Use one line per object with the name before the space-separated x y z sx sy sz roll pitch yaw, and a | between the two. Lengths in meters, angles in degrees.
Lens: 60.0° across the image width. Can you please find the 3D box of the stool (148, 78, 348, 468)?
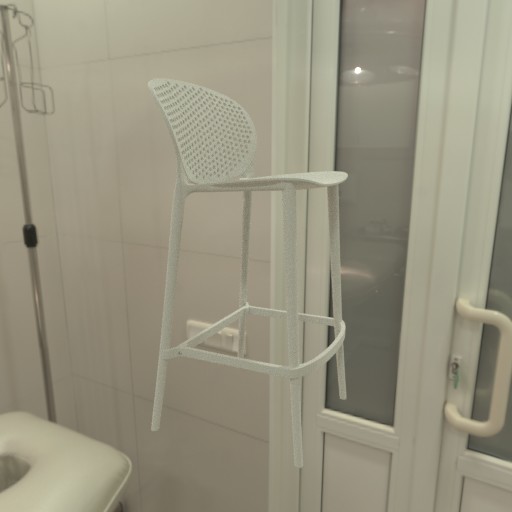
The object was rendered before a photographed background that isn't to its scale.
stool | 0.000 0.000 1.365 0.535 1.045 0.536 7 15 28
